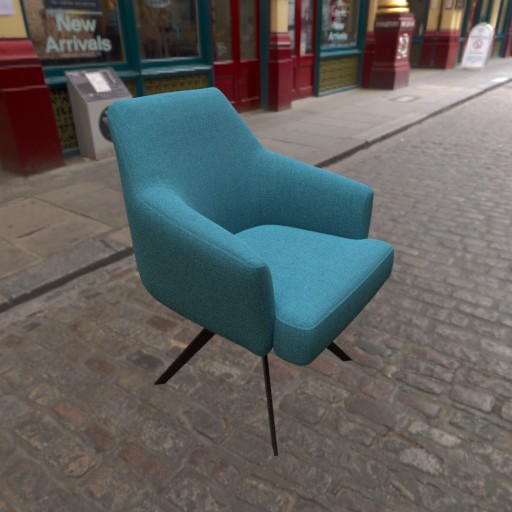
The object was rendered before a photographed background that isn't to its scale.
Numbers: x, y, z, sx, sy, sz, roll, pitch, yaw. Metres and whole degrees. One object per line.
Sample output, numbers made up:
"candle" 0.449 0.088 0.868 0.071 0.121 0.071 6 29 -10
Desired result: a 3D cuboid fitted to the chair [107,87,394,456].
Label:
"chair" 0.000 0.000 1.311 0.677 0.874 0.642 18 32 31
